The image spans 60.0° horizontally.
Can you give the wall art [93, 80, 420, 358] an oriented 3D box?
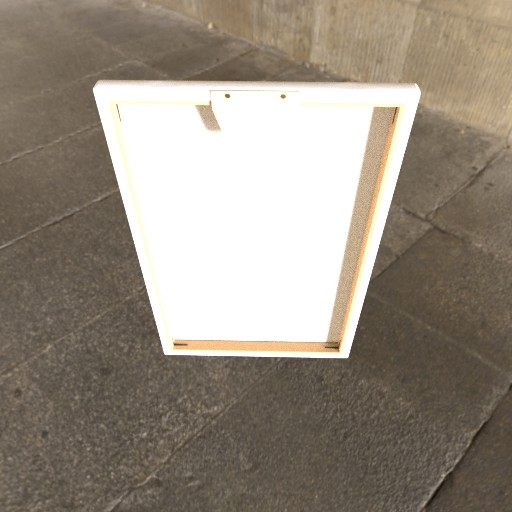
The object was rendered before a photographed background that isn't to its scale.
[{"bbox_3d":[0.000,0.000,1.144,0.602,0.902,0.048,1,46,1],"label":"wall art"}]
